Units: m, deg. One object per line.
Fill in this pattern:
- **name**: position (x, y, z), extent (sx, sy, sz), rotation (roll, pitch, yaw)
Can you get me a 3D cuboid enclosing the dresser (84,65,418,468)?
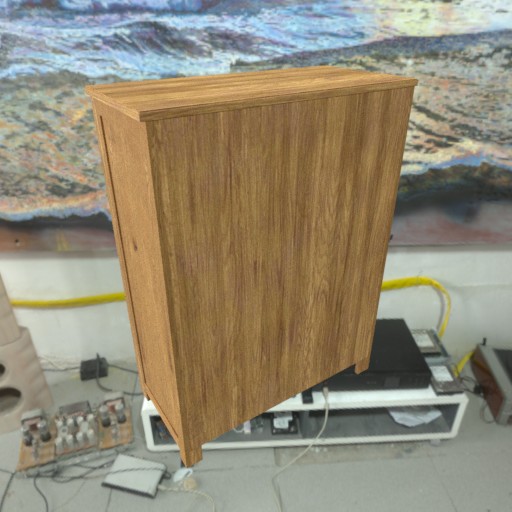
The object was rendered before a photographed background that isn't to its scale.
- **dresser**: position (0.000, 0.000, 1.933), extent (1.081, 1.431, 0.558), rotation (-18, 34, -29)
